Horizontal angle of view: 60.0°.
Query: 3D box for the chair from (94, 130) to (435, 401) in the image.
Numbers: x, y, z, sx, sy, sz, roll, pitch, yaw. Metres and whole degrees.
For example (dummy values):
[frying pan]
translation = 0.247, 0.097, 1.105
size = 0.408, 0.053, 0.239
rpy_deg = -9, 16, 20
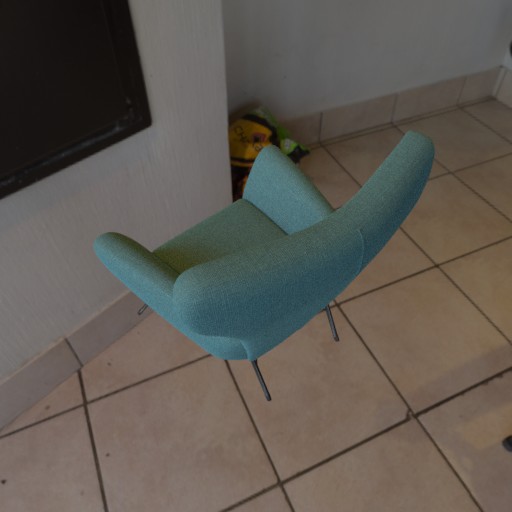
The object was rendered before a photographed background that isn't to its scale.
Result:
[chair]
translation = 0.000, 0.000, 1.751
size = 1.050, 0.980, 0.900
rpy_deg = -34, 56, -27
